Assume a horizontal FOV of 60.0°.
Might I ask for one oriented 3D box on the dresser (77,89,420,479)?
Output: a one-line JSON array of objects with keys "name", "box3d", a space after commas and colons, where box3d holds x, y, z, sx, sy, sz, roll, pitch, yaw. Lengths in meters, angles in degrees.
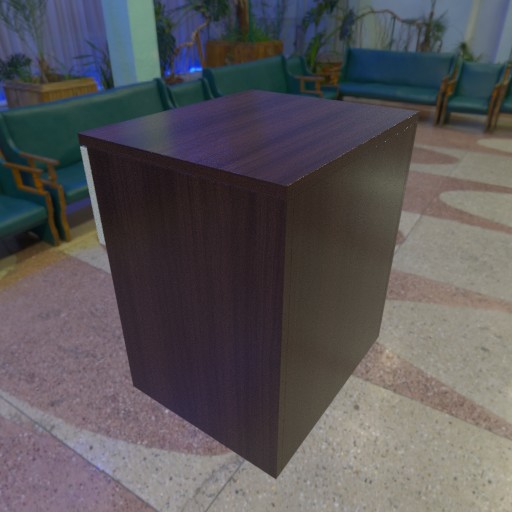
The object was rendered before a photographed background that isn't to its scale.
[{"name": "dresser", "box3d": [0.000, 0.000, 0.779, 0.360, 0.470, 0.400, 20, 36, 30]}]
